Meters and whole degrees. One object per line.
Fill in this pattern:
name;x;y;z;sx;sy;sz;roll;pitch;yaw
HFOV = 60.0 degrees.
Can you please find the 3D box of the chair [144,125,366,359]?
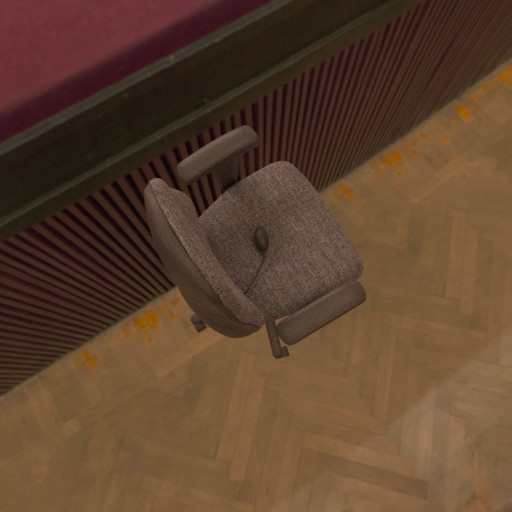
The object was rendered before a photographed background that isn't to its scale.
chair;0.000;0.000;1.205;0.530;0.910;0.550;-31;77;-8
